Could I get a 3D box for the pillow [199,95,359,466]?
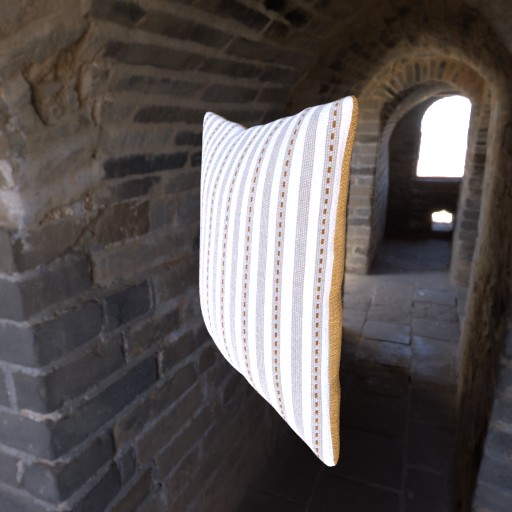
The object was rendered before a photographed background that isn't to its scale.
[{"bbox_3d":[0.000,0.000,0.673,0.147,0.437,0.432,-8,18,-25],"label":"pillow"}]
